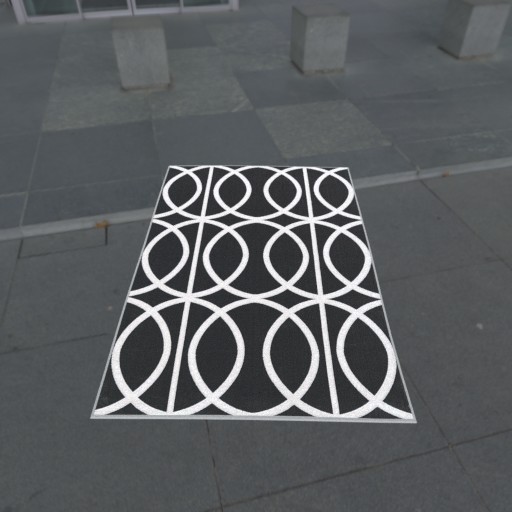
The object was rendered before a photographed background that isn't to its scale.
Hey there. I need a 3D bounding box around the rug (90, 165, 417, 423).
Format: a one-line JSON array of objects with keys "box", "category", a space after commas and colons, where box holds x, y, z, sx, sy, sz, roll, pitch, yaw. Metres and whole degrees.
[{"box": [0.000, 0.000, 2.903, 1.526, 0.014, 2.290, 1, 42, 1], "category": "rug"}]
